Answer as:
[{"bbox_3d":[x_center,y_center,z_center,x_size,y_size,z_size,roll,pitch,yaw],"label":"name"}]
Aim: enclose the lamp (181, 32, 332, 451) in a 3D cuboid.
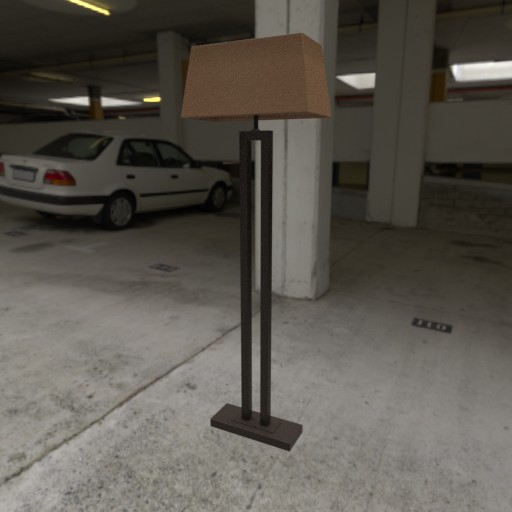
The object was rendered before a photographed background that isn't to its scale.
[{"bbox_3d":[0.000,0.000,1.665,0.475,1.469,0.233,7,15,26],"label":"lamp"}]
